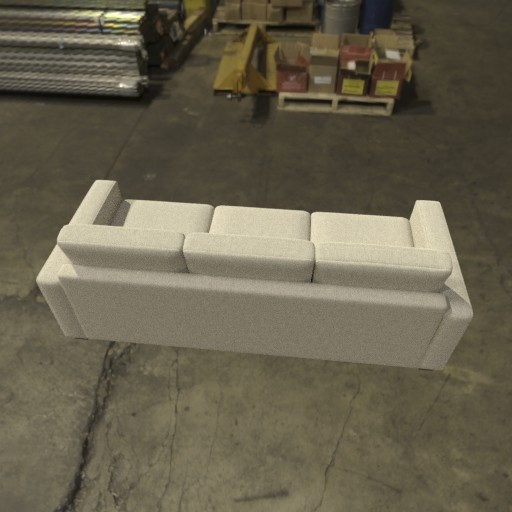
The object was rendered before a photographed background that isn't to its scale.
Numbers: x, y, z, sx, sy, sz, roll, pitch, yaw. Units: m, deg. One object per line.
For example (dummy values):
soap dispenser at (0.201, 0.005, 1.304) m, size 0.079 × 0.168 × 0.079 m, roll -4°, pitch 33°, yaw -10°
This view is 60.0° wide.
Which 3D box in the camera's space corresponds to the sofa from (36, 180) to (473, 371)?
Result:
sofa at (0.000, 0.000, 2.565) m, size 2.160 × 0.800 × 0.900 m, roll 4°, pitch 46°, yaw 4°
